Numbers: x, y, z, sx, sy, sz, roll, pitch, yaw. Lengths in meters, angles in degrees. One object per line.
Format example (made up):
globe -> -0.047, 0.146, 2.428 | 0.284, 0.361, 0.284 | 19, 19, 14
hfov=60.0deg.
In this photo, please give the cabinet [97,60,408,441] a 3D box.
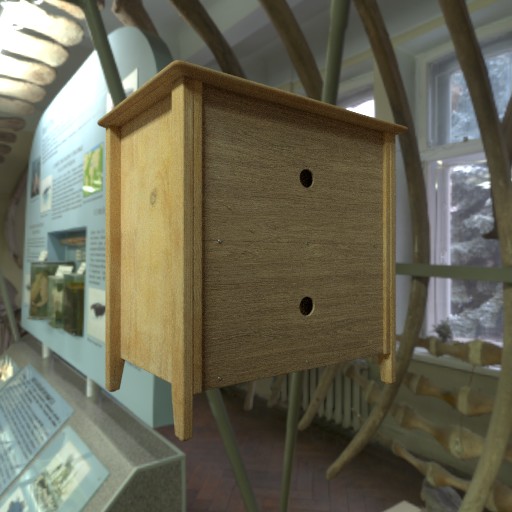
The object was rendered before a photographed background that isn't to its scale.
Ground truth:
cabinet -> 0.000, 0.000, 1.286 | 0.763, 0.762, 0.503 | 0, 0, -37
